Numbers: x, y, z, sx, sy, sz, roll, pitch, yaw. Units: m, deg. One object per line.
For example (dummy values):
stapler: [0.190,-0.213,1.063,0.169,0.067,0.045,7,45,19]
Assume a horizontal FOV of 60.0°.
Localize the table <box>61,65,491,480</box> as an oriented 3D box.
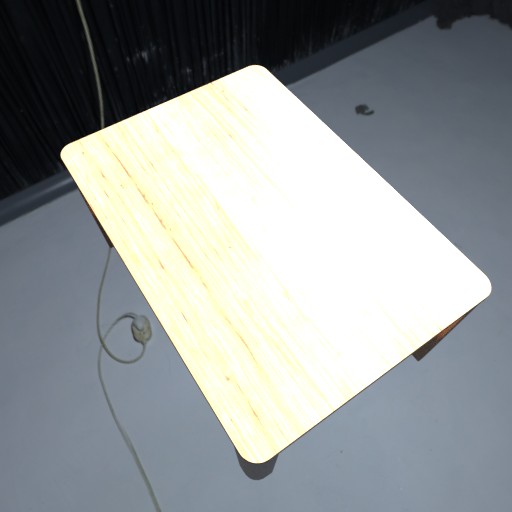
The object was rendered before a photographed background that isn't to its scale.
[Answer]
table: [0.000,0.000,1.335,0.696,0.445,0.997,-30,64,-17]
